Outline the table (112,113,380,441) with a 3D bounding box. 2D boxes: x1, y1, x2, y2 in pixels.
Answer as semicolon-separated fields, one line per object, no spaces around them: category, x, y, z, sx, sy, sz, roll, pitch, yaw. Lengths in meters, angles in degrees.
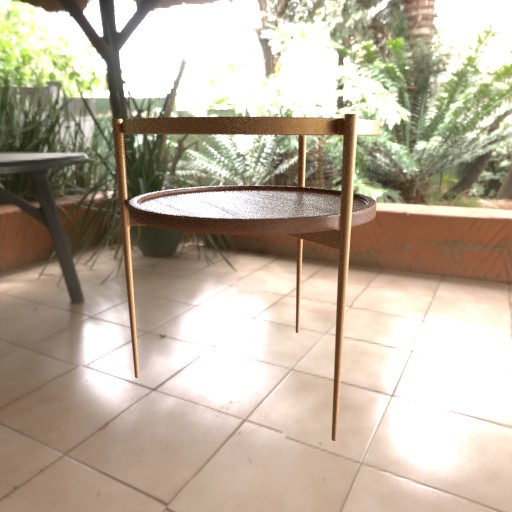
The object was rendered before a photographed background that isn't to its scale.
table;0.000;0.000;0.834;0.430;0.493;0.456;8;17;27
